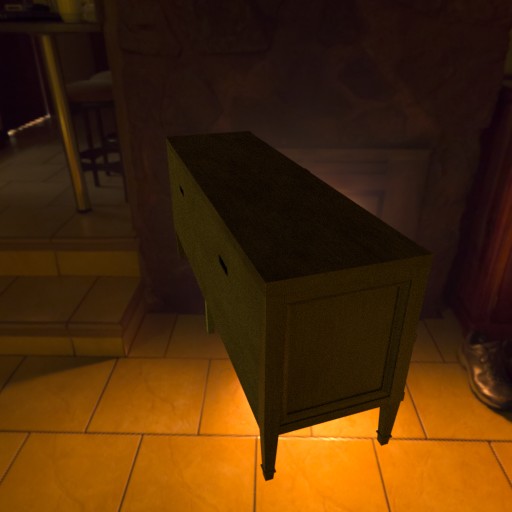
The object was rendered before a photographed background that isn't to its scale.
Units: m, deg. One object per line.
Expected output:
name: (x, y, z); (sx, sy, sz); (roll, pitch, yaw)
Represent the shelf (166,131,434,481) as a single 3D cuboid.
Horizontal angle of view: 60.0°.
shelf: (0.000, 0.000, 1.910); (0.479, 0.719, 1.575); (-9, 29, -16)
